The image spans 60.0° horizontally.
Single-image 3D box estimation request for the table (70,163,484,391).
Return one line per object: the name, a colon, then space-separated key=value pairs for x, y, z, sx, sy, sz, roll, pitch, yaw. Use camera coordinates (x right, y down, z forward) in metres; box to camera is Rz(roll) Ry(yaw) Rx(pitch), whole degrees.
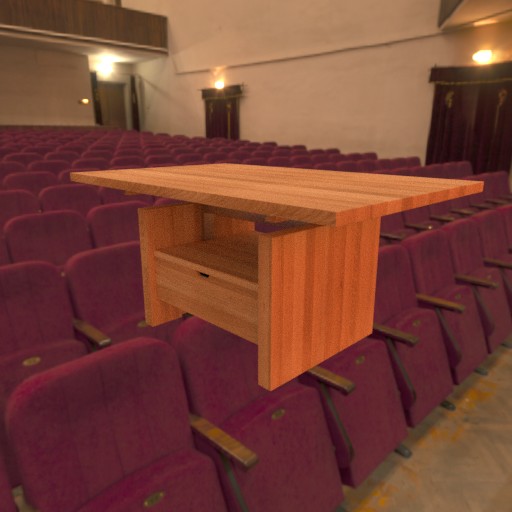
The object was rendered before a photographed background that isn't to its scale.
table: x=0.000 y=0.000 z=1.442 sx=0.700 sy=0.510 sz=1.100 roll=-15 pitch=21 yaw=-43
